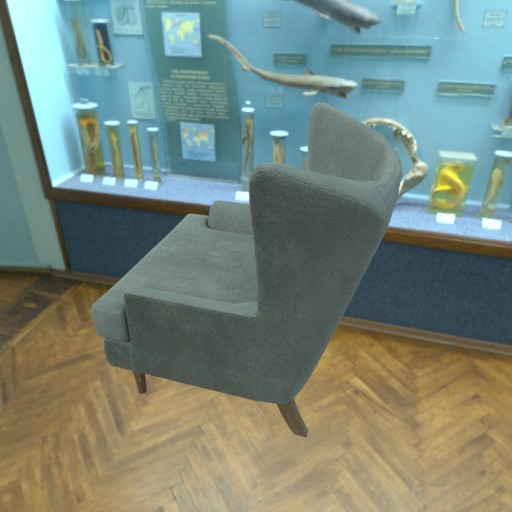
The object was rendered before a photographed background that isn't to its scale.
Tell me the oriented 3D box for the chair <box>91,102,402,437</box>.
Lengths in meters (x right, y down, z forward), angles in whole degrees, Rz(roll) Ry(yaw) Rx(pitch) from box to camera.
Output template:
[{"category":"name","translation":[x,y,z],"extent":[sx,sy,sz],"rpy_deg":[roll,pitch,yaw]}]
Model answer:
[{"category":"chair","translation":[0.000,0.000,1.606],"extent":[0.906,0.950,0.784],"rpy_deg":[9,31,15]}]
